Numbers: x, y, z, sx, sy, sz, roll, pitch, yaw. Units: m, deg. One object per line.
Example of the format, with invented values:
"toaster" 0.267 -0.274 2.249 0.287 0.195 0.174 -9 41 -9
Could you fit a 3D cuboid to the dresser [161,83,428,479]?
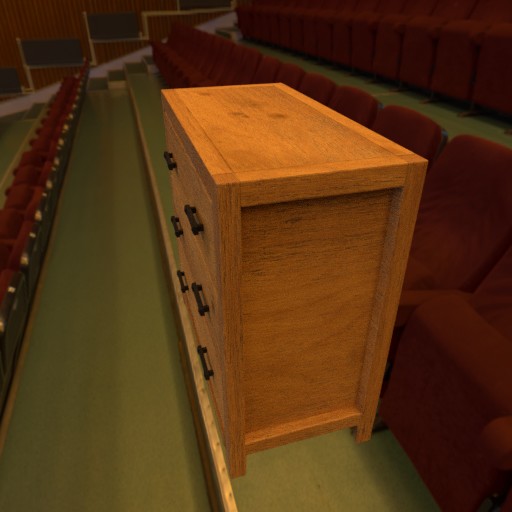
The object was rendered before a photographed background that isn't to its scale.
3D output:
"dresser" 0.000 0.000 1.298 0.427 0.804 0.804 -9 32 -14
